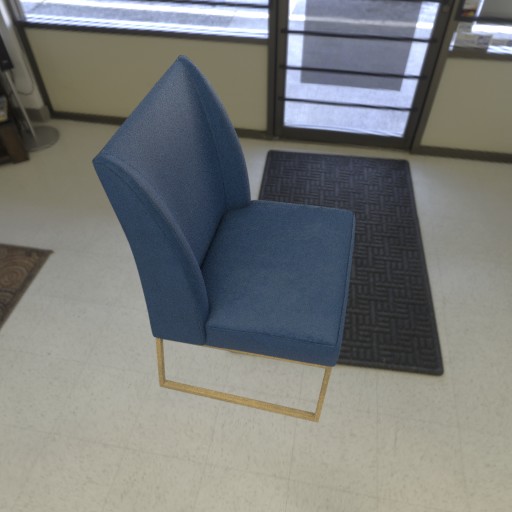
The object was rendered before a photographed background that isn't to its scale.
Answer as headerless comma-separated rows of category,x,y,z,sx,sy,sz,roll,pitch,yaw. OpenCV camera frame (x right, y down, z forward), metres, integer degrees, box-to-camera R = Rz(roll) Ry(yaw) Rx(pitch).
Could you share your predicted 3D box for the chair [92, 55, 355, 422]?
chair,0.000,0.000,1.219,0.522,0.863,0.508,10,48,9
